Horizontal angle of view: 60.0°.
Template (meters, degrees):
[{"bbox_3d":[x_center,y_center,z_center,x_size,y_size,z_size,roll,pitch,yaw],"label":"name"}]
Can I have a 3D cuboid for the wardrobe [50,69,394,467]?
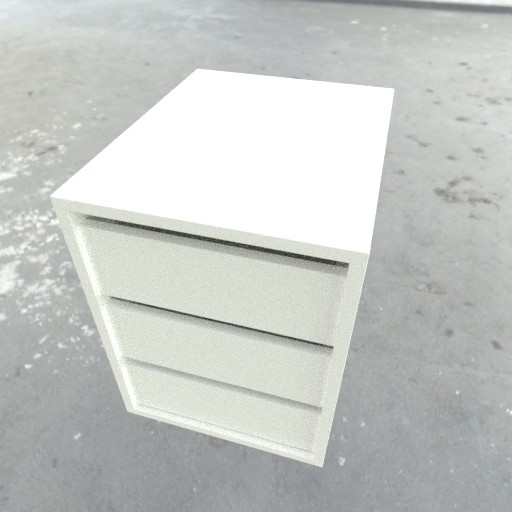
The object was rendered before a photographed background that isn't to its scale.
[{"bbox_3d":[0.000,0.000,0.870,0.400,0.520,0.500,11,42,12],"label":"wardrobe"}]
